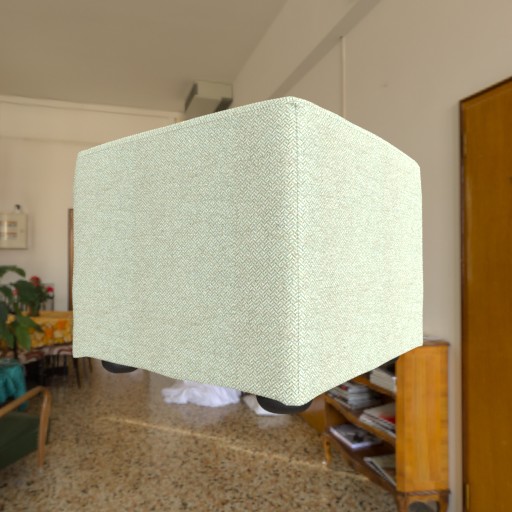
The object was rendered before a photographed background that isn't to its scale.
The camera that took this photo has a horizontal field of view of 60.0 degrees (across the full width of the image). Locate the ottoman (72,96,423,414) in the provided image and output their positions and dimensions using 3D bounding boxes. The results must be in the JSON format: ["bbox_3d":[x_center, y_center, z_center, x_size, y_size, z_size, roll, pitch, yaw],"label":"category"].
[{"bbox_3d":[0.000,0.000,0.895,0.521,0.453,0.512,-1,-1,37],"label":"ottoman"}]
